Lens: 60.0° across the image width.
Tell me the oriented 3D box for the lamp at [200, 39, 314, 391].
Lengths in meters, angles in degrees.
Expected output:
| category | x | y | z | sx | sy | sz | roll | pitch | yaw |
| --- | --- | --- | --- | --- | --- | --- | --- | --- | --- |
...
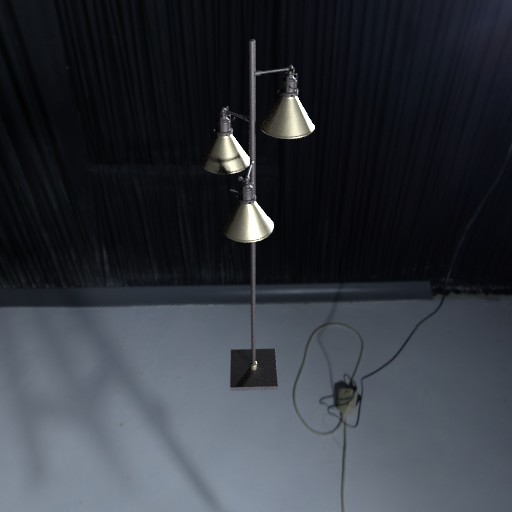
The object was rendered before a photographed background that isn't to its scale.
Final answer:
| category | x | y | z | sx | sy | sz | roll | pitch | yaw |
| --- | --- | --- | --- | --- | --- | --- | --- | --- | --- |
| lamp | 0.000 | 0.000 | 1.910 | 0.428 | 1.716 | 0.415 | -1 | 40 | -2 |
